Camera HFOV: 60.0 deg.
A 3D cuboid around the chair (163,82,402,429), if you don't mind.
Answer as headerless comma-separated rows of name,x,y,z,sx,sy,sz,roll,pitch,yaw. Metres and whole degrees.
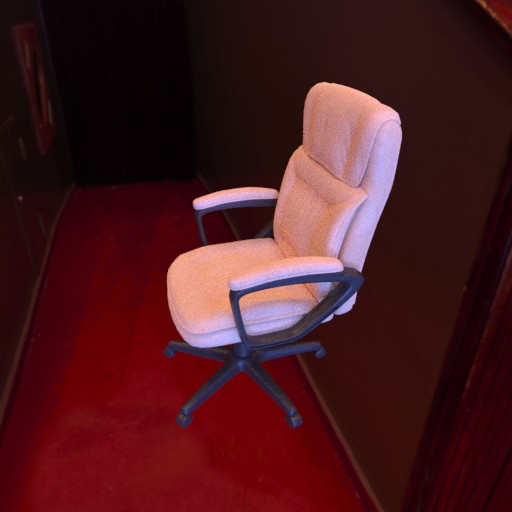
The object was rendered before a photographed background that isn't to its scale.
chair,0.000,0.000,1.580,0.724,1.105,0.667,-9,32,-14
